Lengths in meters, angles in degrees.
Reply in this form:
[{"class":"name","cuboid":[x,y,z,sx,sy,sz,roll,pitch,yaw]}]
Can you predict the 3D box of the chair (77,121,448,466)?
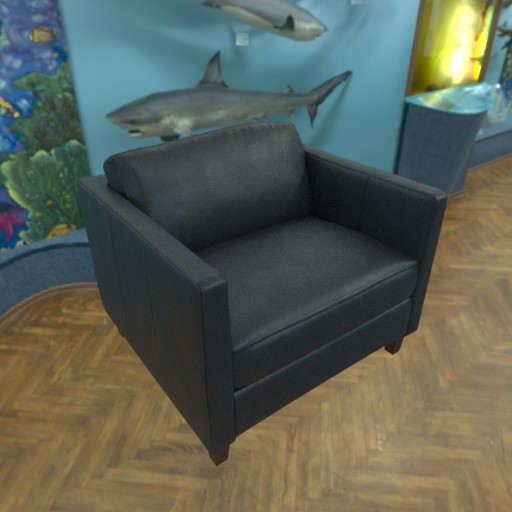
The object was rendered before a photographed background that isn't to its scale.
[{"class":"chair","cuboid":[0.000,0.000,1.590,0.939,0.811,0.862,-20,35,-31]}]
